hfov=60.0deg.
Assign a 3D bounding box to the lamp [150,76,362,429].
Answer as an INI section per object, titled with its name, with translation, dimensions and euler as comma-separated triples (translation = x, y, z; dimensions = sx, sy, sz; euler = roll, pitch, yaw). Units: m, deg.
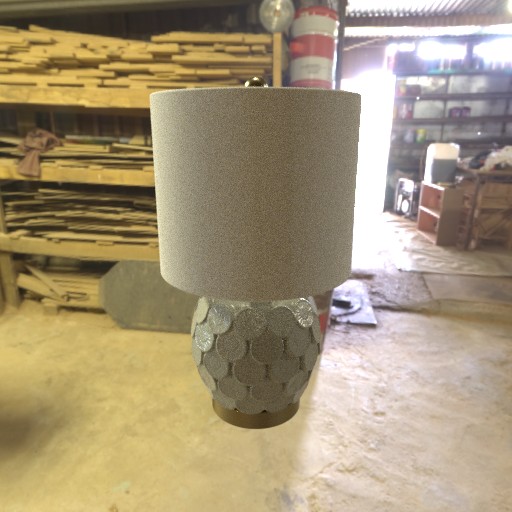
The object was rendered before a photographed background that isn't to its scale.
[lamp]
translation = 0.000, 0.000, 0.600
dimensions = 0.254, 0.452, 0.254
euler = 0, 16, 0
